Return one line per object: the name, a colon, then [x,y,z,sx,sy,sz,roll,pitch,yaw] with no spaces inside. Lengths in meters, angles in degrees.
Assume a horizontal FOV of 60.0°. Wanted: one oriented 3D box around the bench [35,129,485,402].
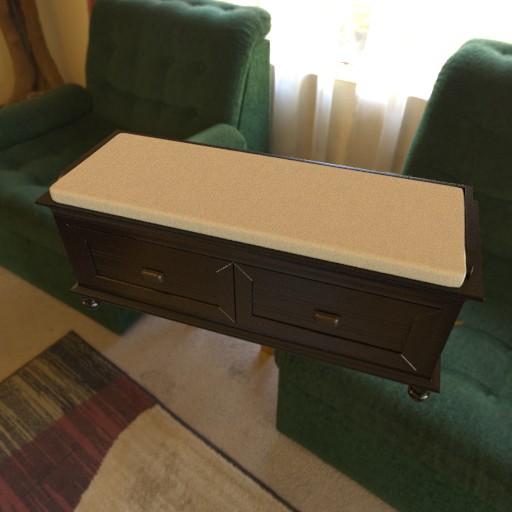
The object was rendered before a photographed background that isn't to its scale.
bench: [0.000,0.000,1.380,1.185,0.501,0.402,13,42,14]
